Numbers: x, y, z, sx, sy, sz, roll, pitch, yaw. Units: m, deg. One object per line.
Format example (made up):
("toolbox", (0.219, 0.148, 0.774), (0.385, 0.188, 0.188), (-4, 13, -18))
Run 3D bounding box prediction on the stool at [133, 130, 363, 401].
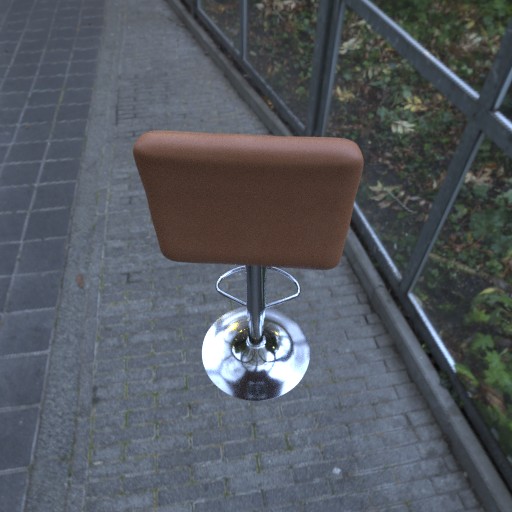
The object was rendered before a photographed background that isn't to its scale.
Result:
("stool", (0.000, 0.000, 1.341), (0.430, 1.115, 0.505), (3, 48, 3))
